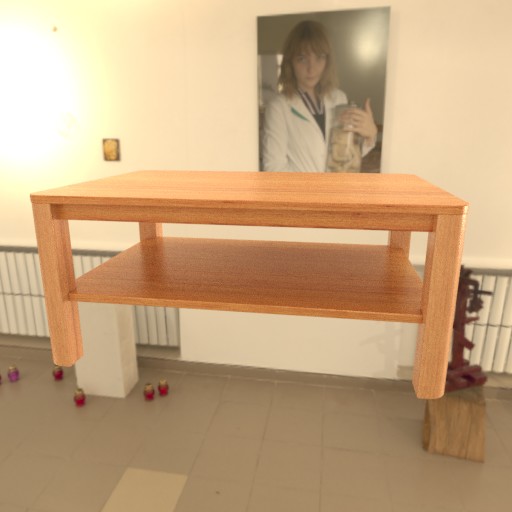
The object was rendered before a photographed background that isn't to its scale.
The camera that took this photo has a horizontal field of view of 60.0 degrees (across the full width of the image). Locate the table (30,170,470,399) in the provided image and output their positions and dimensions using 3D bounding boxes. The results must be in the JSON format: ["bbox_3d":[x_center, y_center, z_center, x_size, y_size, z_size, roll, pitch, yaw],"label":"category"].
[{"bbox_3d":[0.000,0.000,1.349,0.997,0.445,0.696,3,16,9],"label":"table"}]
